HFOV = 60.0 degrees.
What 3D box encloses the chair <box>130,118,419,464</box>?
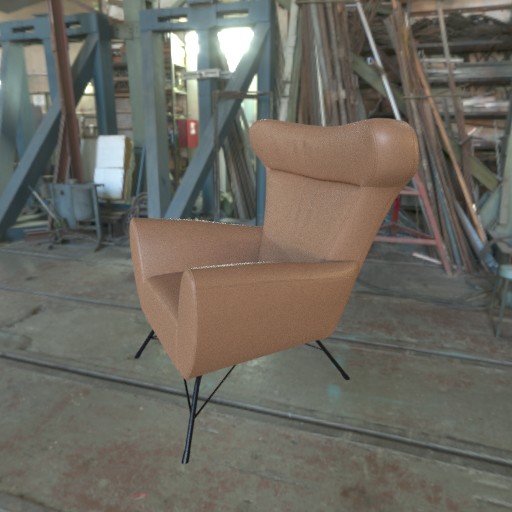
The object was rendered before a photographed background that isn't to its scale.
[{"bbox_3d":[0.000,0.000,1.771,0.900,1.050,0.980,-8,19,-25],"label":"chair"}]
